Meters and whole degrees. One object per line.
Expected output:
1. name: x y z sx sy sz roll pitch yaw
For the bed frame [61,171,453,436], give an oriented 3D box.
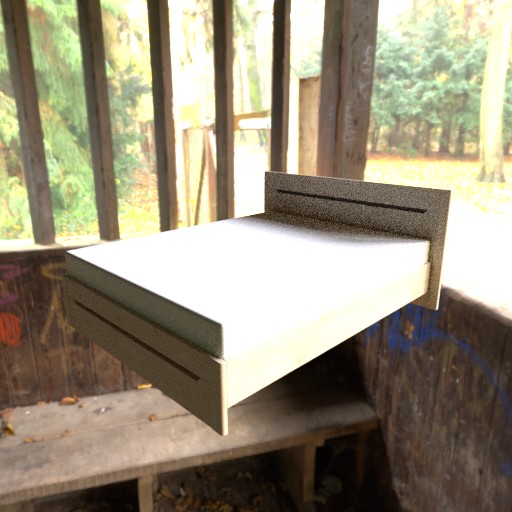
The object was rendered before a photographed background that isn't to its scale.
1. bed frame: 0.000 0.000 3.116 1.800 0.900 2.080 16 23 43
